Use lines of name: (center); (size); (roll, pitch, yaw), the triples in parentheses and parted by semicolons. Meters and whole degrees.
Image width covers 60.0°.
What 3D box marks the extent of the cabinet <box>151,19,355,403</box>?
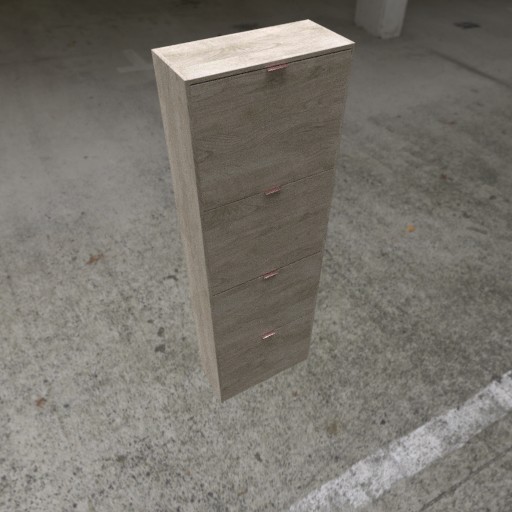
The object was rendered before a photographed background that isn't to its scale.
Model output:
cabinet: (0.000, 0.000, 1.802); (0.520, 1.630, 0.250); (-22, 49, -20)
